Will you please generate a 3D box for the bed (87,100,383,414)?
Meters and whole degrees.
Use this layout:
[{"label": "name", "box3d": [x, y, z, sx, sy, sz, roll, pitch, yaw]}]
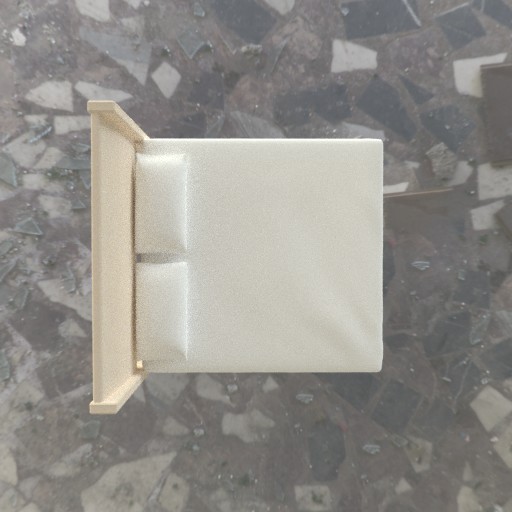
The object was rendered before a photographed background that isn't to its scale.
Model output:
[{"label": "bed", "box3d": [0.000, 0.000, 3.752, 2.293, 1.471, 2.145, 0, 91, 0]}]
